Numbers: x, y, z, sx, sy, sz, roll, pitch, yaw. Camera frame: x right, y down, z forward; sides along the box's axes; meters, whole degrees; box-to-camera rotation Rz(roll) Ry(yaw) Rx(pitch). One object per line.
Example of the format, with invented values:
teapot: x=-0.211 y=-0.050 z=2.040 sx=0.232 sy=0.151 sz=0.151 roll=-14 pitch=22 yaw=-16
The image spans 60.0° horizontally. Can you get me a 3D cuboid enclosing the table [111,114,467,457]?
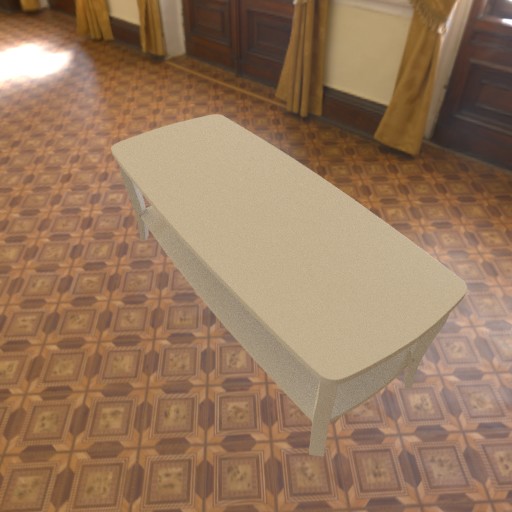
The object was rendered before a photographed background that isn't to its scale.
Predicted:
table: x=0.000 y=0.000 z=1.620 sx=0.561 sy=0.474 sz=1.334 roll=-26 pitch=49 yaw=-25
